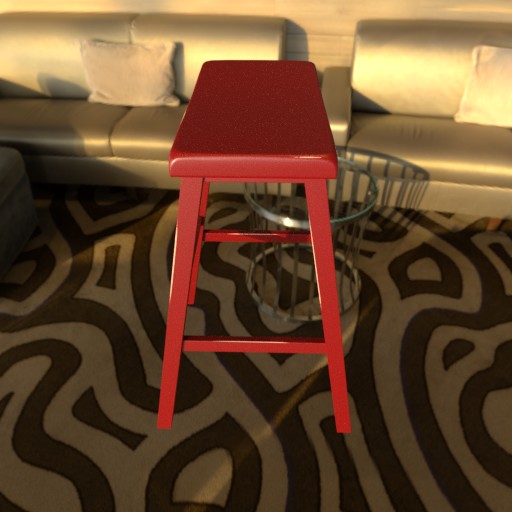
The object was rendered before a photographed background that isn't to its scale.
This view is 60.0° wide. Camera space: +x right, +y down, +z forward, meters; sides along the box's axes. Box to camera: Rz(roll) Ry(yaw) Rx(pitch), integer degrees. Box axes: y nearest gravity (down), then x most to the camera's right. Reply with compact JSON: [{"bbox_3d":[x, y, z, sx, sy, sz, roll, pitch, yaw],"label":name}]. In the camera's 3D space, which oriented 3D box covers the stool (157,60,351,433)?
[{"bbox_3d":[0.000,0.000,1.025,0.476,0.737,0.457,1,40,1],"label":"stool"}]
